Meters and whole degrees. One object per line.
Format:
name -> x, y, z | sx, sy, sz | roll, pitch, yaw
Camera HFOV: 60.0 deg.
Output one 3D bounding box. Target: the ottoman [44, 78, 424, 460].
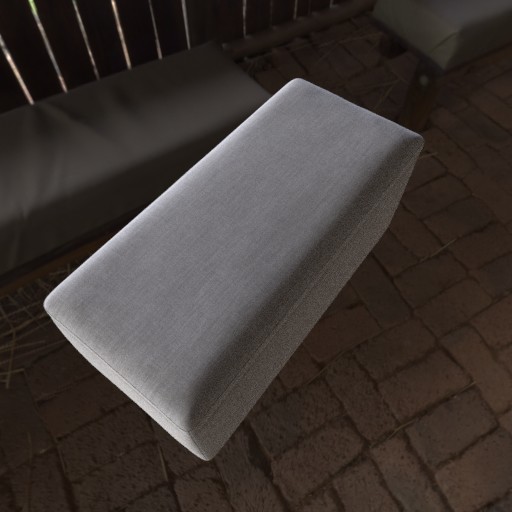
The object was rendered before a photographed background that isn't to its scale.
ottoman -> 0.000, 0.000, 1.145 | 0.419, 0.432, 0.902 | 33, 64, 19
